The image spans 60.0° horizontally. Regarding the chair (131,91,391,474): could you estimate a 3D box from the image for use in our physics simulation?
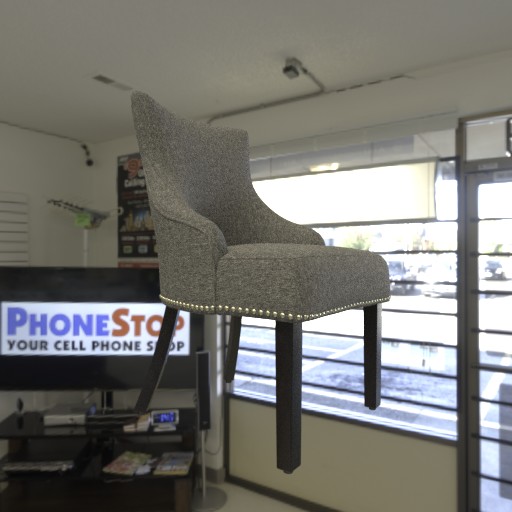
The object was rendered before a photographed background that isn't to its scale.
[{"bbox_3d":[0.000,0.000,1.275,0.629,0.909,0.566,0,0,36],"label":"chair"}]
